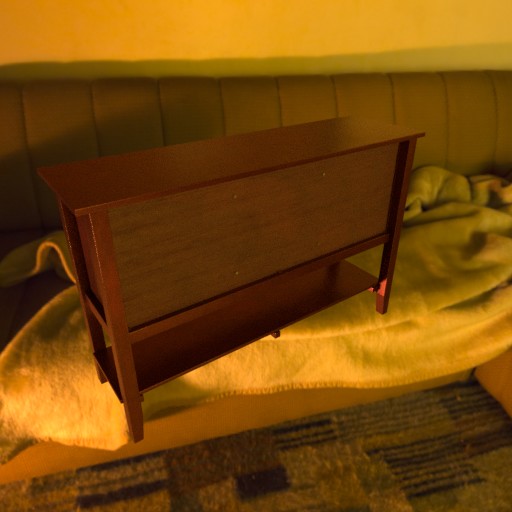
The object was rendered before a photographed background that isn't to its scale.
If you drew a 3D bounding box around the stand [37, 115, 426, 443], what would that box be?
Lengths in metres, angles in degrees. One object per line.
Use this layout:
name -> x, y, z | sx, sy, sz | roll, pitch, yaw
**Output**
stand -> 0.000, 0.000, 1.766 | 1.362, 0.872, 0.410 | -19, 34, -31
